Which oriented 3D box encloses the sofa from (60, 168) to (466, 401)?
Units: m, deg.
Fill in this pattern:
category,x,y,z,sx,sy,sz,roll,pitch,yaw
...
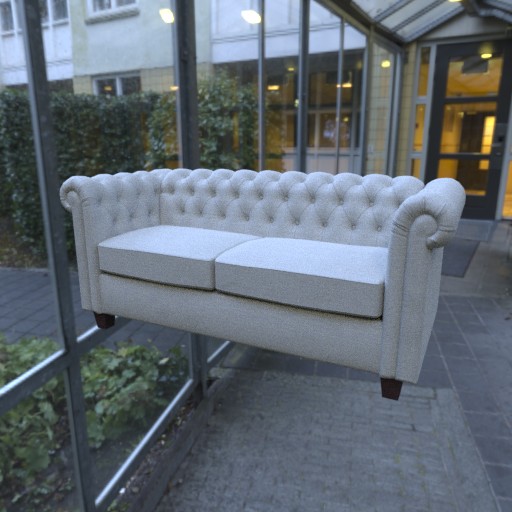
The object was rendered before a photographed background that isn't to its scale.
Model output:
category,x,y,z,sx,sy,sz,roll,pitch,yaw
sofa,0.000,0.000,2.191,1.798,0.797,0.783,7,16,26
